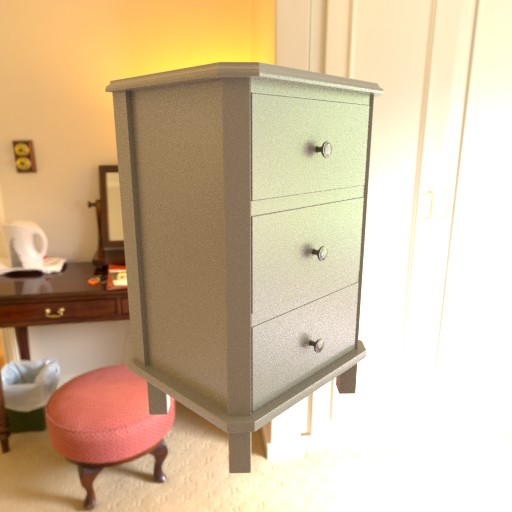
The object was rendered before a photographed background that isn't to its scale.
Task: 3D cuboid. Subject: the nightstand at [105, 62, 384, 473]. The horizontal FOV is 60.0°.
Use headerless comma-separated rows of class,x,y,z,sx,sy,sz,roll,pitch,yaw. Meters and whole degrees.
nightstand,0.000,0.000,0.929,0.348,0.680,0.435,14,20,42
